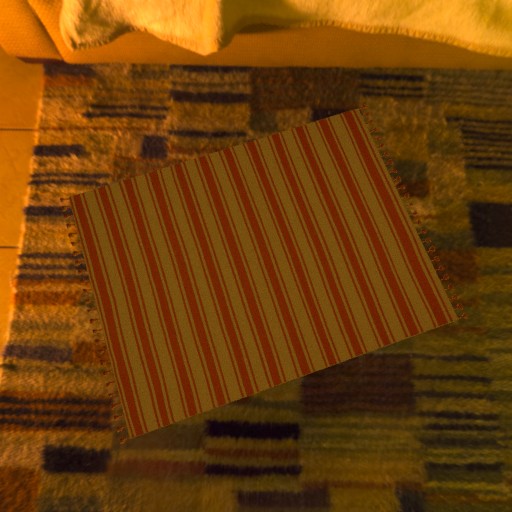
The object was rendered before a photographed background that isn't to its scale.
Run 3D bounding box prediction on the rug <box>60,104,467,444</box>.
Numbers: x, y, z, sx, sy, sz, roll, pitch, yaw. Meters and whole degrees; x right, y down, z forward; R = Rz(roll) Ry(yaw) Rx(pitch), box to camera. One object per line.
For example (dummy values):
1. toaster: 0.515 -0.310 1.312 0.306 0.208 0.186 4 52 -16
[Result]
1. rug: 0.000 0.000 4.329 3.369 0.035 2.451 -18 75 -5
